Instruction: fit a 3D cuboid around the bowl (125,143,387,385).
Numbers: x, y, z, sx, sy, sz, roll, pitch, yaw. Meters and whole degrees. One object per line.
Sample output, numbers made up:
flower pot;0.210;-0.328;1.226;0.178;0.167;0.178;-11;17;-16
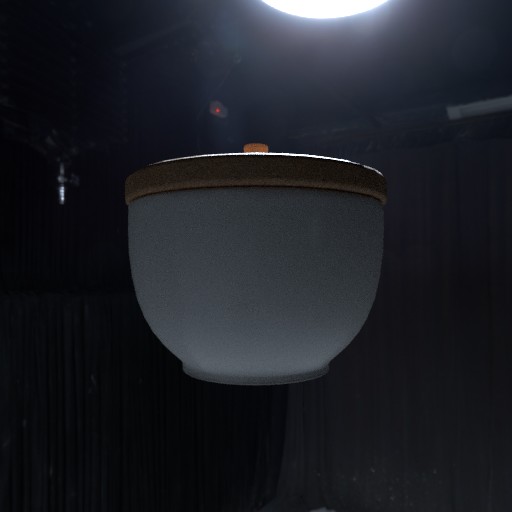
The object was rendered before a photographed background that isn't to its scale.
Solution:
bowl;0.000;0.000;0.222;0.126;0.110;0.126;0;-2;0
